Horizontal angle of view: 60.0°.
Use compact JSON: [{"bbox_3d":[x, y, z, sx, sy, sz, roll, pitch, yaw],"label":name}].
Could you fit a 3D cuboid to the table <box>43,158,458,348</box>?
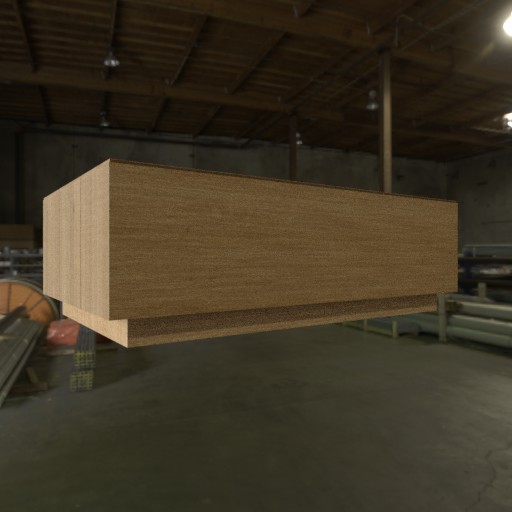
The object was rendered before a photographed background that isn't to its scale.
[{"bbox_3d":[0.000,0.000,1.390,1.110,0.353,0.678,0,0,-35],"label":"table"}]
